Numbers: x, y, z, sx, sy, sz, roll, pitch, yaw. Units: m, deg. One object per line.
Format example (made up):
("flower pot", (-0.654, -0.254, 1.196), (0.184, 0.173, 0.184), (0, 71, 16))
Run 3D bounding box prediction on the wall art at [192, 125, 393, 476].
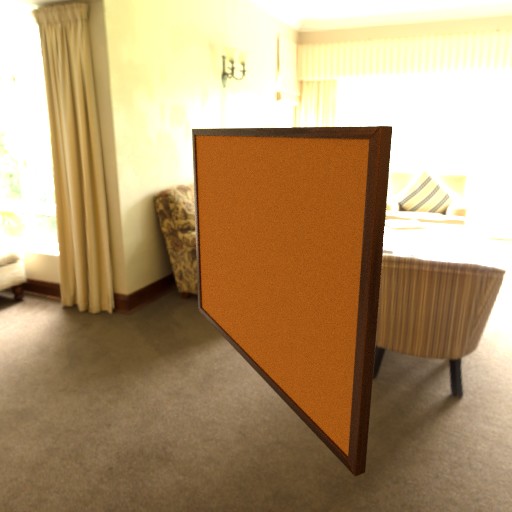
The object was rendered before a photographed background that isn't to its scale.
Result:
("wall art", (0.000, 0.000, 0.548), (0.012, 0.304, 0.431), (-8, 17, -25))
